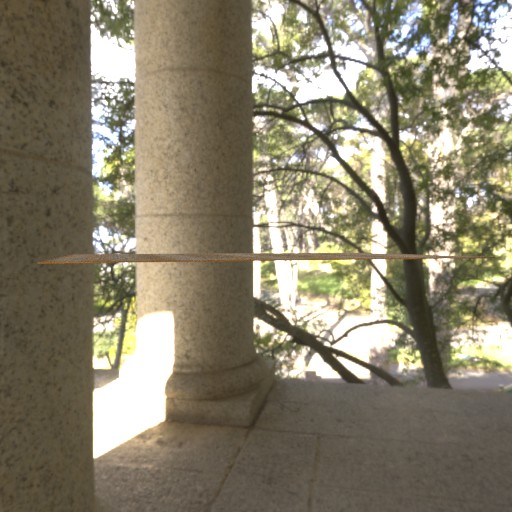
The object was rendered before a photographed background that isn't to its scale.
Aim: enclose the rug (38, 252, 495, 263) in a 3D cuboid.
[{"bbox_3d":[0.000,0.000,2.856,2.336,0.007,1.525,0,1,-18],"label":"rug"}]
